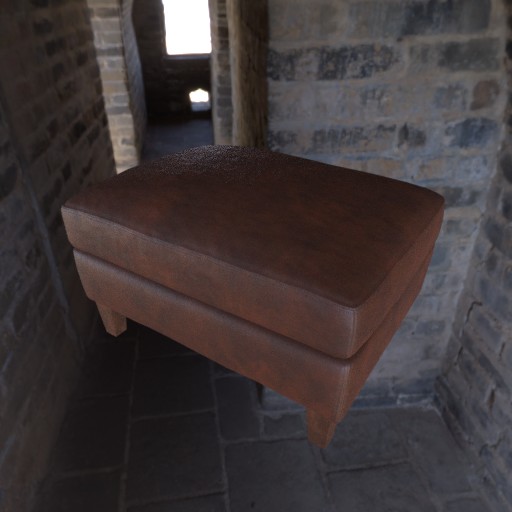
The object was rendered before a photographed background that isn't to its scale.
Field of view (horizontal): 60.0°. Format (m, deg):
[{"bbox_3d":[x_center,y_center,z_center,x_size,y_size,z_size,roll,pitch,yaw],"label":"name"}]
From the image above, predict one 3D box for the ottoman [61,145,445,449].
[{"bbox_3d":[0.000,0.000,1.287,0.887,0.527,0.659,19,35,29],"label":"ottoman"}]
